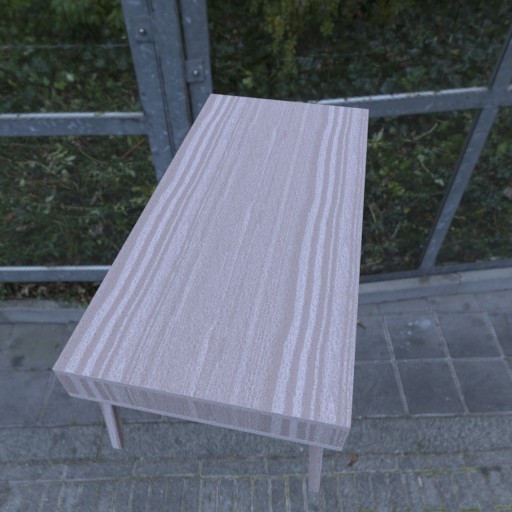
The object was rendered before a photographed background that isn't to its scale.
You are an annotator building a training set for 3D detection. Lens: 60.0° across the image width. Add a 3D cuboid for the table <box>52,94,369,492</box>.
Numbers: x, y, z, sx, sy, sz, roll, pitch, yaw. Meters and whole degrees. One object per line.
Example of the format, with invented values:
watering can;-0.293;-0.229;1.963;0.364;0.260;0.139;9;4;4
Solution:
table;0.000;0.000;1.423;0.600;0.450;1.200;8;47;8
